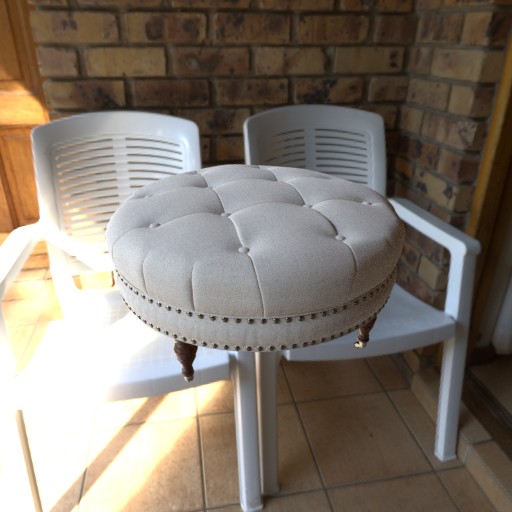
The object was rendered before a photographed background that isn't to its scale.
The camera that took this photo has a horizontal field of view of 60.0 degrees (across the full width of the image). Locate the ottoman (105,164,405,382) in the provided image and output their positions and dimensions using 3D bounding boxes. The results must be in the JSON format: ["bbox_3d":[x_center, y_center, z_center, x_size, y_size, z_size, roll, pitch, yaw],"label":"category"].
[{"bbox_3d":[0.000,0.000,1.504,0.940,0.483,0.940,0,26,0],"label":"ottoman"}]
